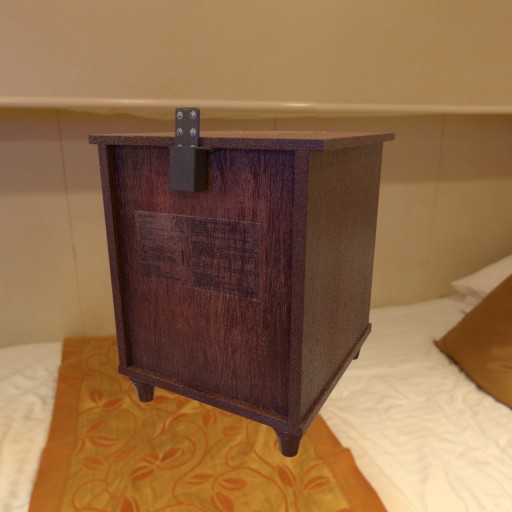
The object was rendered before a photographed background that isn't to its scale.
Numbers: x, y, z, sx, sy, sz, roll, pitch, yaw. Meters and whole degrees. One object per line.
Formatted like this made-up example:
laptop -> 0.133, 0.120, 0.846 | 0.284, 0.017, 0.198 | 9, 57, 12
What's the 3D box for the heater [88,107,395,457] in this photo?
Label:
heater -> 0.000, 0.000, 0.772 | 0.362, 0.481, 0.400 | 9, 19, 27
